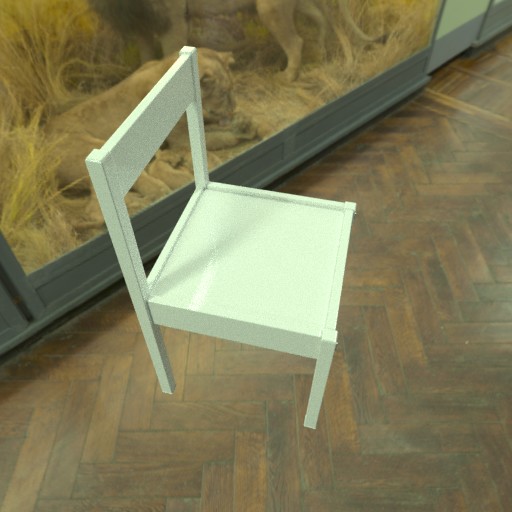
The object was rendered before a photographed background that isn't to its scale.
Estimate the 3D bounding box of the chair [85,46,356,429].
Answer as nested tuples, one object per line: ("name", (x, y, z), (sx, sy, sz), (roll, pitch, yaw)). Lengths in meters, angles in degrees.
("chair", (0.000, 0.000, 0.695), (0.285, 0.505, 0.285), (10, 48, 9))
